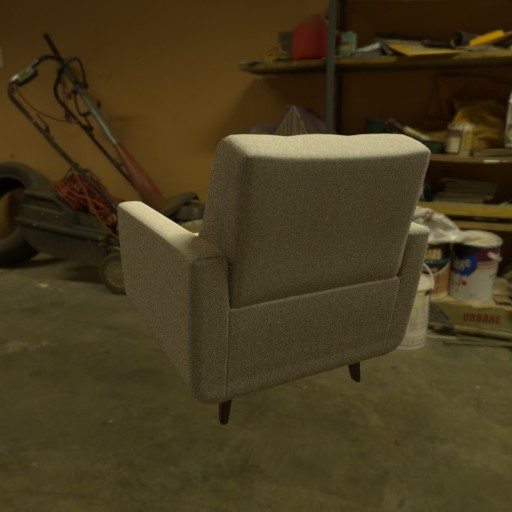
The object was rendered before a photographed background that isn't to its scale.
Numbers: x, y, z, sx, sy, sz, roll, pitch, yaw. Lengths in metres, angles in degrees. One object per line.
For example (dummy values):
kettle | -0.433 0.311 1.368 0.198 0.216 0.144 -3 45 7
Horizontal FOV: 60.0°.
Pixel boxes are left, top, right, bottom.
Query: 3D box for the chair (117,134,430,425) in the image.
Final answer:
chair | 0.000 0.000 1.809 0.897 0.965 1.128 -8 18 -26
